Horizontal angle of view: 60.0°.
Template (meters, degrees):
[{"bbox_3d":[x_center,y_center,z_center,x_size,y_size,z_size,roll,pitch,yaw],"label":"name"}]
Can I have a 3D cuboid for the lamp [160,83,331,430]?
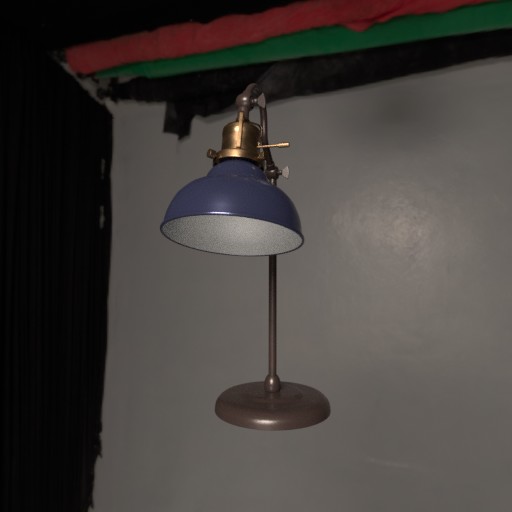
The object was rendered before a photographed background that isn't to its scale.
[{"bbox_3d":[0.000,0.000,0.656,0.192,0.508,0.374,0,-1,18],"label":"lamp"}]
